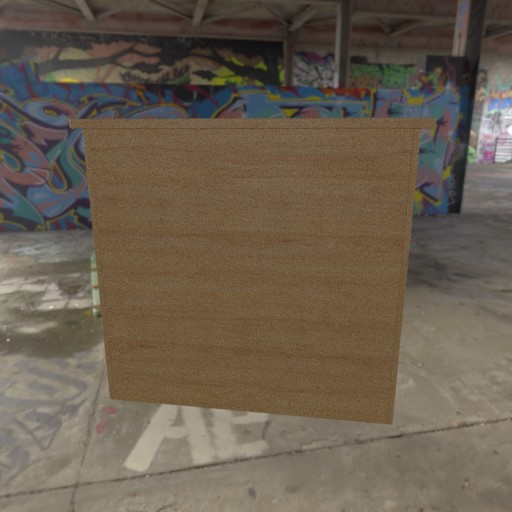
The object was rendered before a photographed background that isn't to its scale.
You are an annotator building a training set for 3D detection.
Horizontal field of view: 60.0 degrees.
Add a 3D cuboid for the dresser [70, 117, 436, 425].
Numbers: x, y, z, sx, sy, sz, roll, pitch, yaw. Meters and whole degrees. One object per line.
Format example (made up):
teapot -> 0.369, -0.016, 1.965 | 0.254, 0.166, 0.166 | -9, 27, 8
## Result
dresser -> 0.000, 0.000, 1.248 | 0.800, 0.730, 0.410 | 2, 16, 8
